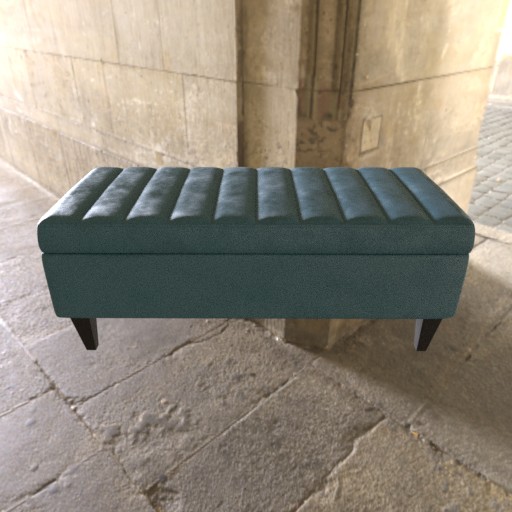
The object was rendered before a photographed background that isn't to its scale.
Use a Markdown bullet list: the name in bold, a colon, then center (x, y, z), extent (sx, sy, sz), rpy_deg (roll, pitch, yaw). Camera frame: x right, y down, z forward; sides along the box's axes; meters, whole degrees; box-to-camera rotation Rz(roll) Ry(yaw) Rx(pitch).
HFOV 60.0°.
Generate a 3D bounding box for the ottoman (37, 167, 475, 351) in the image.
- **ottoman**: center (0.000, 0.000, 1.433), extent (1.151, 0.469, 0.482), rpy_deg (0, 29, 0)
